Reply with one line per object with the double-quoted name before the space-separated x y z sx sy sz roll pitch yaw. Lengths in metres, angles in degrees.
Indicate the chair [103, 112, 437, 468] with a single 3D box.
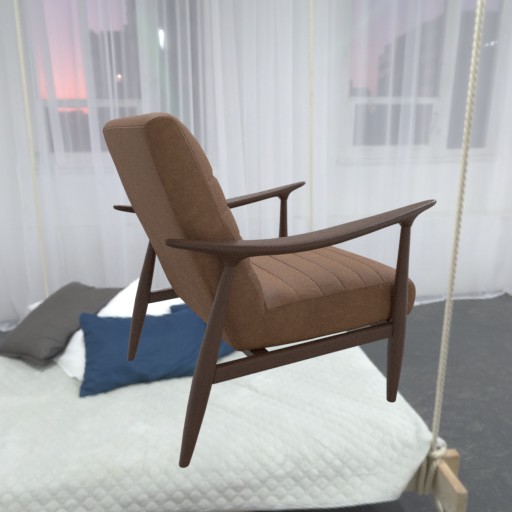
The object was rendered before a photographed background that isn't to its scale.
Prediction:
"chair" 0.000 0.000 1.402 0.798 0.832 0.741 -7 16 -26
